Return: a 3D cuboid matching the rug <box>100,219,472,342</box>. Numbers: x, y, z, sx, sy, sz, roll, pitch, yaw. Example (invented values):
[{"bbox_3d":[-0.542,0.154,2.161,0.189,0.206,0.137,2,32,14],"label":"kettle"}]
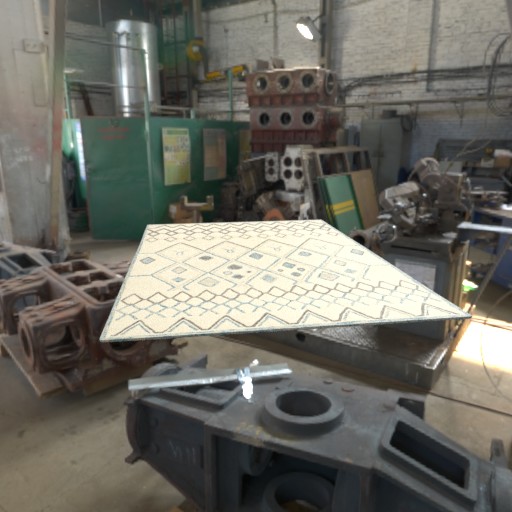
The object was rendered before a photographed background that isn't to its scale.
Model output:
[{"bbox_3d":[0.000,0.000,2.326,1.260,0.009,1.820,-2,16,-8],"label":"rug"}]
